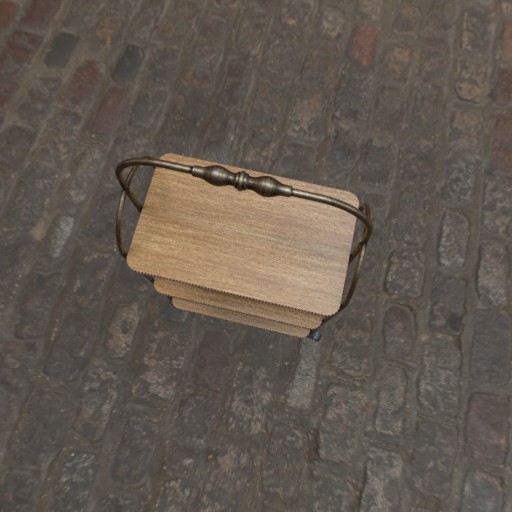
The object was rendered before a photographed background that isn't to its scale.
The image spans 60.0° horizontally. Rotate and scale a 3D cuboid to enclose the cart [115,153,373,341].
[{"bbox_3d":[0.000,0.000,1.315,0.650,1.052,0.330,13,75,3],"label":"cart"}]
